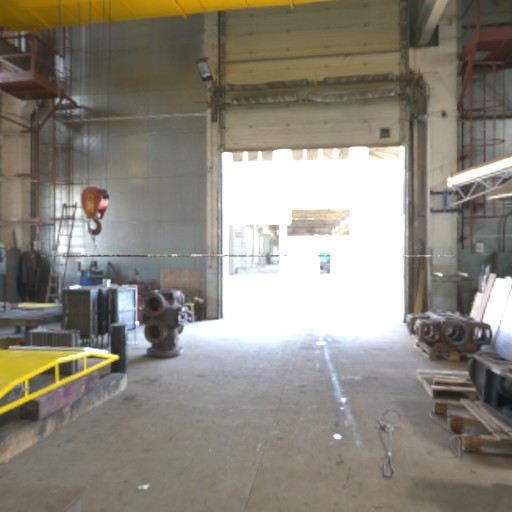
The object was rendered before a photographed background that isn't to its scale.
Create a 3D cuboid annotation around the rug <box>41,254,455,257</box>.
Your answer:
[{"bbox_3d":[0.000,0.000,3.020,2.438,0.011,1.524,0,0,-36],"label":"rug"}]
